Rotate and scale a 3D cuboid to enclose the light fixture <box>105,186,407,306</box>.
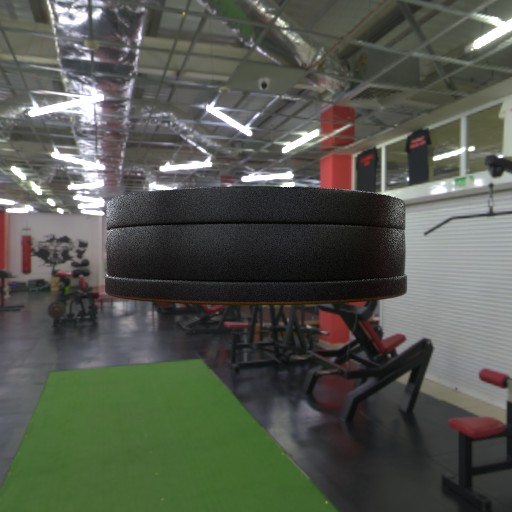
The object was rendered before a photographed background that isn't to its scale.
[{"bbox_3d":[0.000,0.000,0.439,0.283,0.097,0.283,0,0,0],"label":"light fixture"}]
